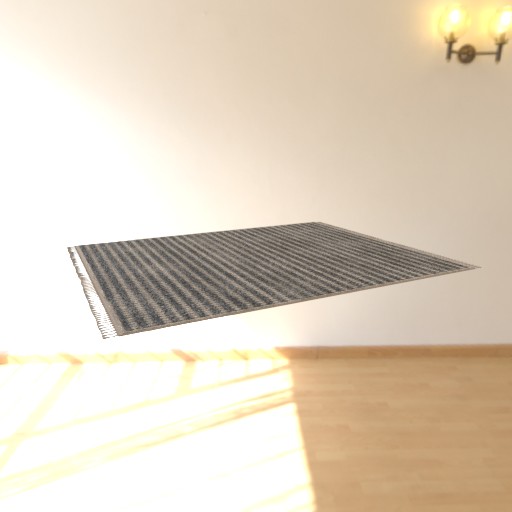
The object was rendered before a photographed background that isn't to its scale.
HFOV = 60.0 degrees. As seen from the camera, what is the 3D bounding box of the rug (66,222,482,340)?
[{"bbox_3d":[0.000,0.000,3.874,2.910,0.013,2.256,-7,17,-26],"label":"rug"}]
